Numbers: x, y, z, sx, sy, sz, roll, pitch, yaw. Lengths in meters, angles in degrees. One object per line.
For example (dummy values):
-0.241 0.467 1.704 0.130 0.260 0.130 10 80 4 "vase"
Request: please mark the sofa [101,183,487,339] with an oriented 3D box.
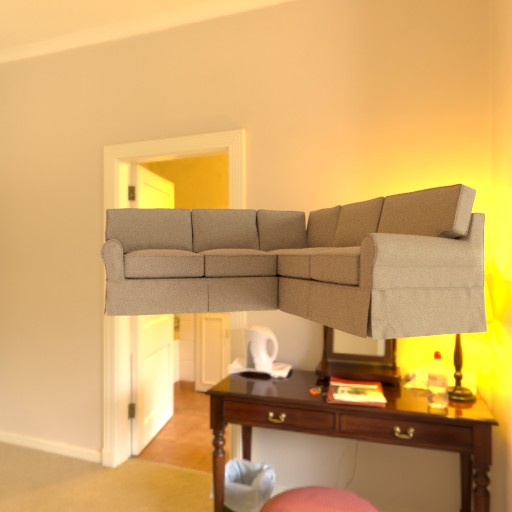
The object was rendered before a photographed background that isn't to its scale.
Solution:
0.000 0.000 4.097 2.730 1.124 2.733 0 0 -18 "sofa"
